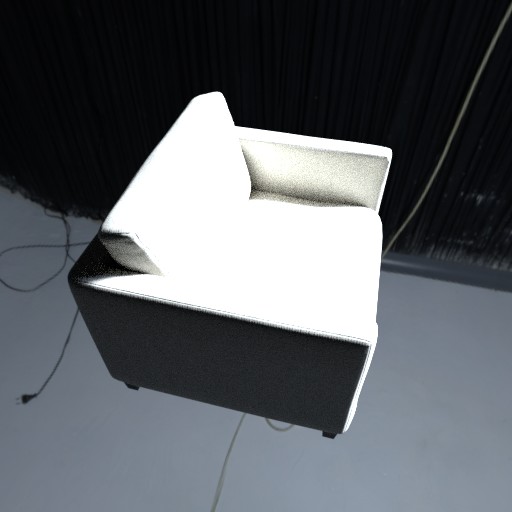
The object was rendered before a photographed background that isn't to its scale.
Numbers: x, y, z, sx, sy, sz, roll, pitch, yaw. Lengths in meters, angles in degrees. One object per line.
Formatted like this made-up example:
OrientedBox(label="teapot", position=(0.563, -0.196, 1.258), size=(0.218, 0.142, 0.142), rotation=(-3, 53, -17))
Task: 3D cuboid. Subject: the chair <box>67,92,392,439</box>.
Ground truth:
OrientedBox(label="chair", position=(0.000, 0.000, 1.742), size=(0.959, 0.919, 0.996), rotation=(10, 47, 10))
